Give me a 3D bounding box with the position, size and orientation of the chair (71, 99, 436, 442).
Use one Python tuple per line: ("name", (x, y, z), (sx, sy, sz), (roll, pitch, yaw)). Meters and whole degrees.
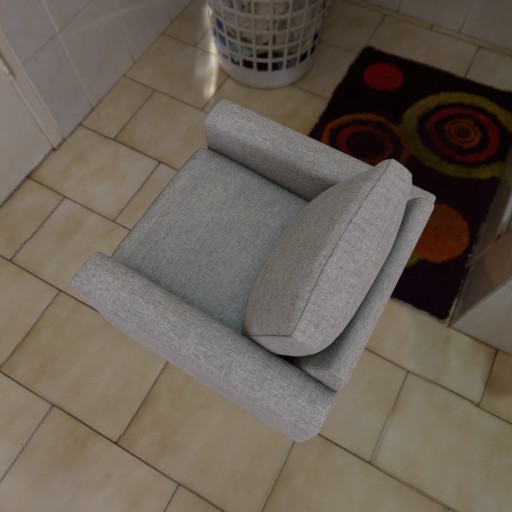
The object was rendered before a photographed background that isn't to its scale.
("chair", (0.000, 0.000, 1.828), (1.038, 1.010, 1.024), (28, 68, 12))
